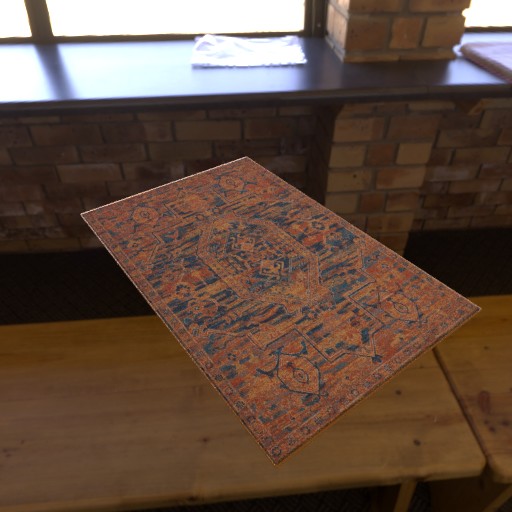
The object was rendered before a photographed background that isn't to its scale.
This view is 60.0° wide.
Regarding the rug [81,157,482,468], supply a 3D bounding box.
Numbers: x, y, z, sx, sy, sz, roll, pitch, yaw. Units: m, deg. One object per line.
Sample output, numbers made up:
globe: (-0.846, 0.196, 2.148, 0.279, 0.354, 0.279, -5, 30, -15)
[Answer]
rug: (0.000, 0.000, 2.205, 1.148, 0.013, 1.758, -26, 46, -27)
